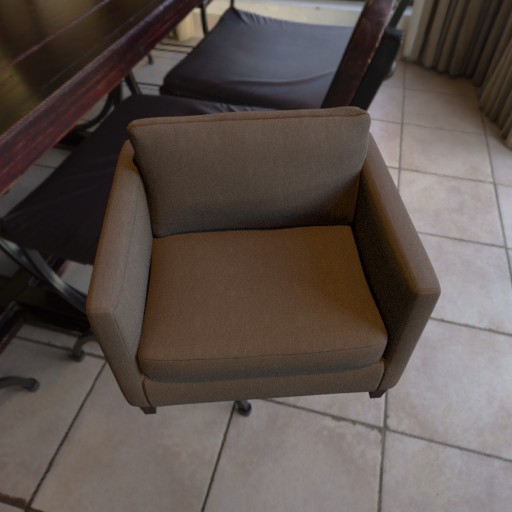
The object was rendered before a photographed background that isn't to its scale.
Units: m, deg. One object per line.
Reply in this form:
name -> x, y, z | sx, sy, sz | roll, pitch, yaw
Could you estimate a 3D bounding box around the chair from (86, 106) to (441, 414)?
chair -> 0.000, 0.000, 1.809 | 1.107, 0.963, 0.959 | -3, 47, -3
